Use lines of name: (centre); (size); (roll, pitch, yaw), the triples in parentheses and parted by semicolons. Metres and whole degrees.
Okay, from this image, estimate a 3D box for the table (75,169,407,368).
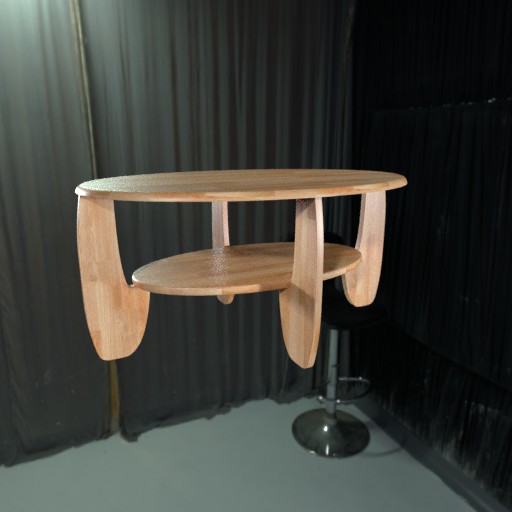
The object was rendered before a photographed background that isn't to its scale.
table: (0.000, 0.000, 1.403); (1.040, 0.490, 0.690); (-8, 17, -26)
